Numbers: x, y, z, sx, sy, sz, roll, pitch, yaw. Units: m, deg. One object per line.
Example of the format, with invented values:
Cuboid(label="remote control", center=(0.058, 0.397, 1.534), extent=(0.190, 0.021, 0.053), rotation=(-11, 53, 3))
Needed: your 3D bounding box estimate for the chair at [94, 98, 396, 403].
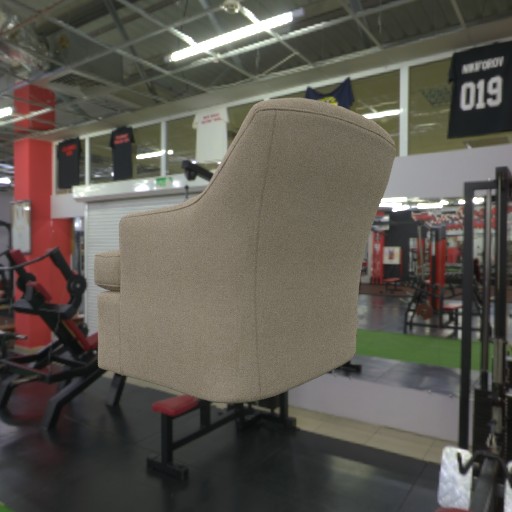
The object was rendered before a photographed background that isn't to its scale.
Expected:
Cuboid(label="chair", center=(0.000, 0.000, 1.621), extent=(0.923, 0.856, 0.864), rotation=(1, 1, 37))
